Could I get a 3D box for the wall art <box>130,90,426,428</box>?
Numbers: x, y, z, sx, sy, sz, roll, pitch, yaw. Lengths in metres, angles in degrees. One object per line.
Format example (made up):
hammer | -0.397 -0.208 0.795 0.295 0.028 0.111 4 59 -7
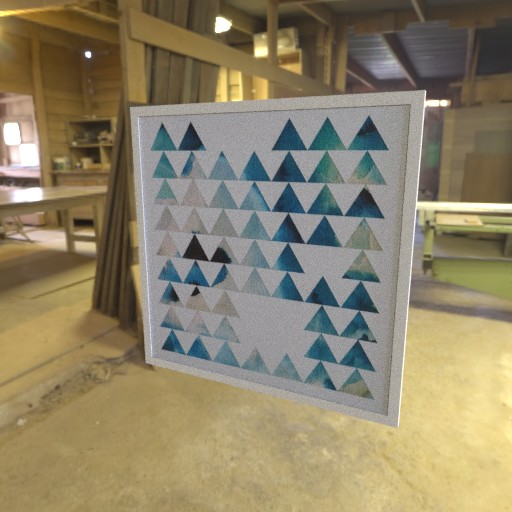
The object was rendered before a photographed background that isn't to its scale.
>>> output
wall art | 0.000 0.000 0.836 0.557 0.557 0.012 6 15 26
